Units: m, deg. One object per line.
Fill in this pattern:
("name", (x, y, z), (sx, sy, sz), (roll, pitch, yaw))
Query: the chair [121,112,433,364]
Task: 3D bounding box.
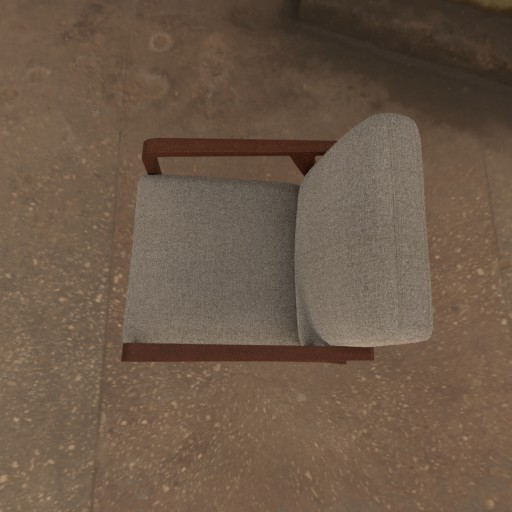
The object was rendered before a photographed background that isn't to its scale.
("chair", (0.000, 0.000, 1.465), (0.858, 0.847, 0.704), (1, 75, 0))
